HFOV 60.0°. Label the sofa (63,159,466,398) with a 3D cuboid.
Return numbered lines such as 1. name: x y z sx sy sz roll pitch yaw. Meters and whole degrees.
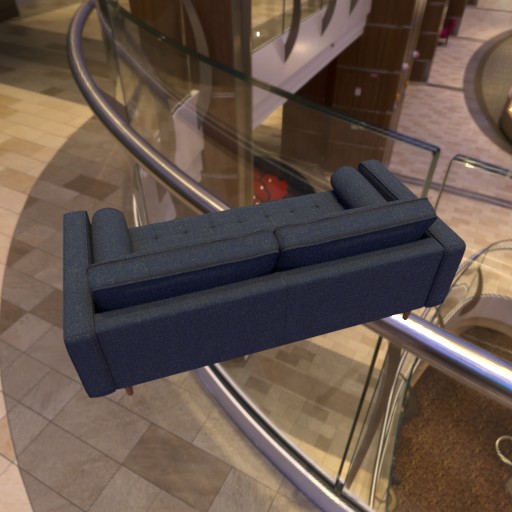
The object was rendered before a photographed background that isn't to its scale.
1. sofa: 0.000 0.000 2.373 1.880 0.762 0.914 -12 43 -13
